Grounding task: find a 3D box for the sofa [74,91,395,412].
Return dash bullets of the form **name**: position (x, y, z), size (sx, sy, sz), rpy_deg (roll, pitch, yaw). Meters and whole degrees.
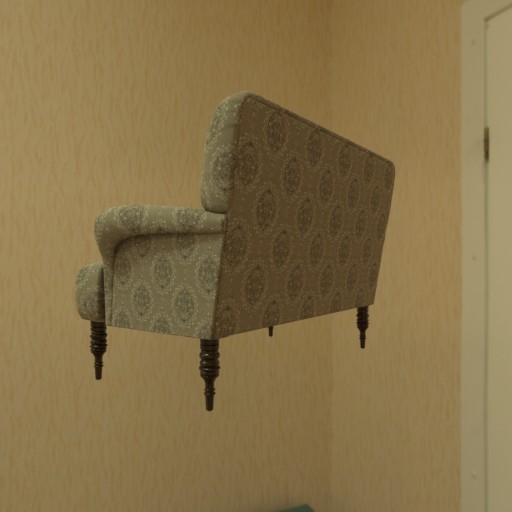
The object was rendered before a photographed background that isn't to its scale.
- **sofa**: position (0.000, 0.000, 1.842), size (0.779, 0.889, 1.297), rpy_deg (0, 0, 37)
